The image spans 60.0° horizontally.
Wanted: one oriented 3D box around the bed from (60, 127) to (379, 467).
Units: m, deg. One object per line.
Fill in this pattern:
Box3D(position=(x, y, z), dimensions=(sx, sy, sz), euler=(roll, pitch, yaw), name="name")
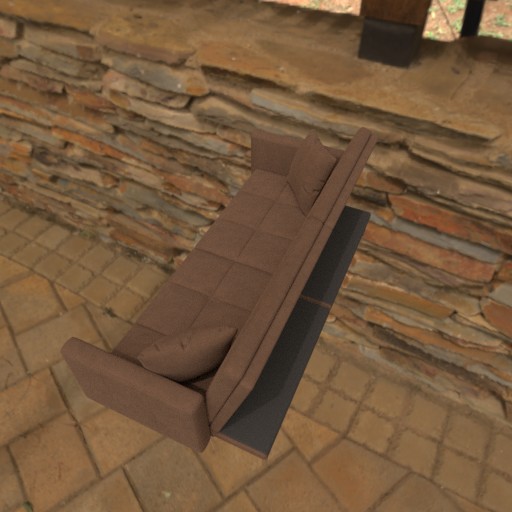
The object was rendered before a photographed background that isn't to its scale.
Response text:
Box3D(position=(0.000, 0.000, 2.364), dimensions=(0.889, 0.787, 1.905), euler=(18, 49, 17), name="bed")
